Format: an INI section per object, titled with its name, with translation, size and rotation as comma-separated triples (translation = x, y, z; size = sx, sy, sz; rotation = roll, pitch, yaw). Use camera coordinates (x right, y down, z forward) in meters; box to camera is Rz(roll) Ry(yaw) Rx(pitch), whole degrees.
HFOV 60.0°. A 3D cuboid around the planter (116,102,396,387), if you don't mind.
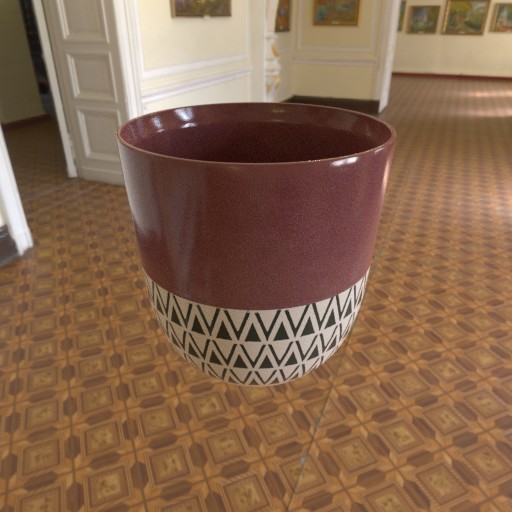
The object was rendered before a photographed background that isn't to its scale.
[planter]
translation = 0.000, 0.000, 0.369
size = 0.195, 0.214, 0.195
rotation = 0, 28, 0
